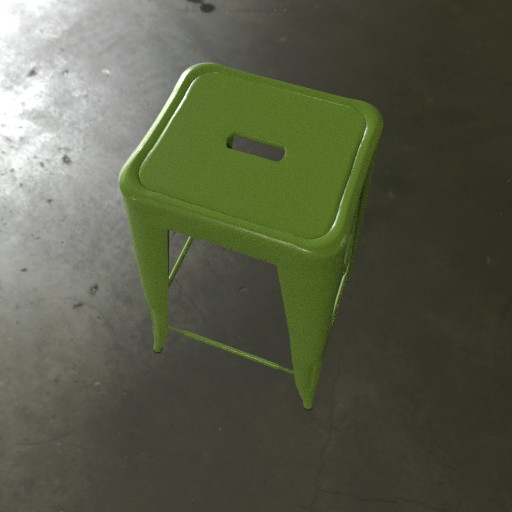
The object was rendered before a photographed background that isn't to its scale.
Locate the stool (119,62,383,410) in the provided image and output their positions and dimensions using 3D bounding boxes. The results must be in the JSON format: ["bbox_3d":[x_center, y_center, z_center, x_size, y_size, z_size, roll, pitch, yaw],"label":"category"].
[{"bbox_3d":[0.000,0.000,0.833,0.398,0.609,0.358,18,64,9],"label":"stool"}]
